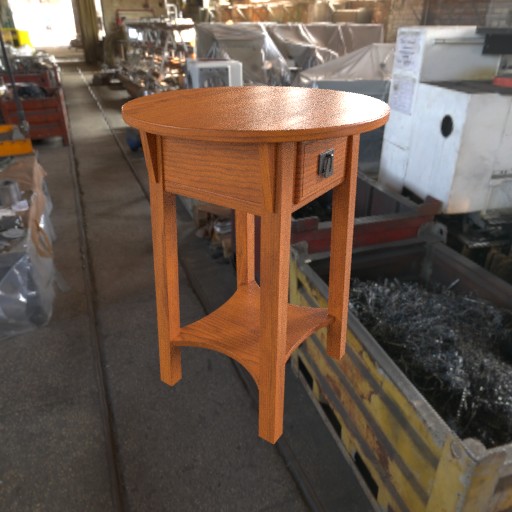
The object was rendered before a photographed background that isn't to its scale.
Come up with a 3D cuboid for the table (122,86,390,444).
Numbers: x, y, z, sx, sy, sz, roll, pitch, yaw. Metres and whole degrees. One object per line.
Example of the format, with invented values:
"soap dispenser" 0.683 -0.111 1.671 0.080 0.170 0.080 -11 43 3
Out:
"table" 0.000 0.000 0.921 0.457 0.610 0.457 0 28 0
